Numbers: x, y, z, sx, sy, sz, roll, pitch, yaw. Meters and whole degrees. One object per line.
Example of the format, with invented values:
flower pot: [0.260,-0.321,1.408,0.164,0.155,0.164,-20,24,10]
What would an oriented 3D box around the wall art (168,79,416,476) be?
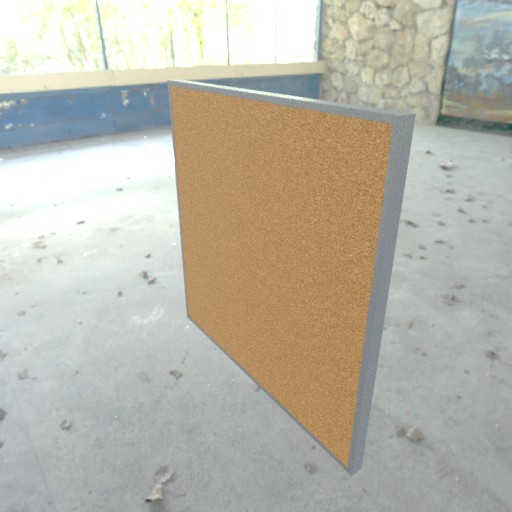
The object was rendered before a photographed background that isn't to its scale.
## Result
wall art: [0.000,0.000,1.156,0.038,0.807,0.809,-18,31,-32]
